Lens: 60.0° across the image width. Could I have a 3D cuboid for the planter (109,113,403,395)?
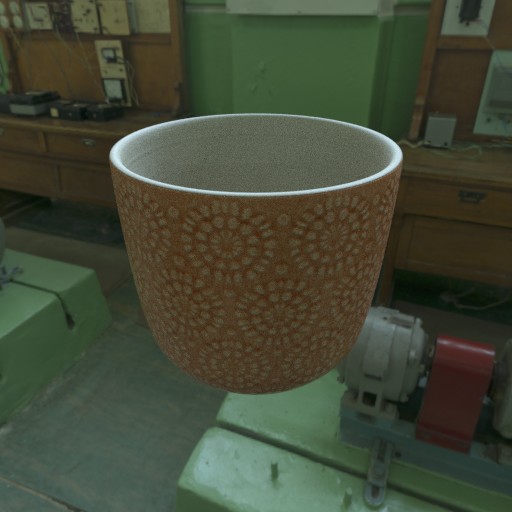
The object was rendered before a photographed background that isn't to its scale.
[{"bbox_3d":[0.000,0.000,0.371,0.208,0.190,0.208,0,29,0],"label":"planter"}]
